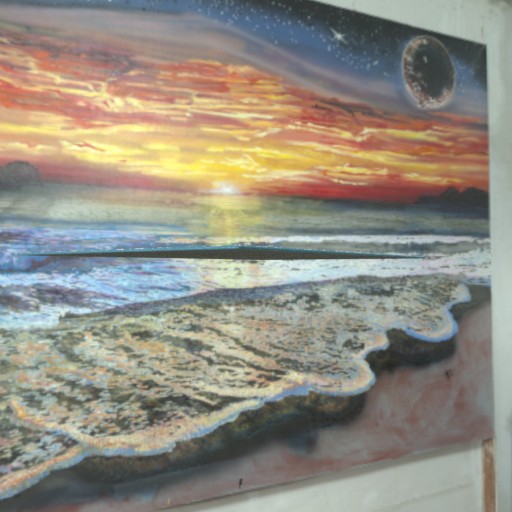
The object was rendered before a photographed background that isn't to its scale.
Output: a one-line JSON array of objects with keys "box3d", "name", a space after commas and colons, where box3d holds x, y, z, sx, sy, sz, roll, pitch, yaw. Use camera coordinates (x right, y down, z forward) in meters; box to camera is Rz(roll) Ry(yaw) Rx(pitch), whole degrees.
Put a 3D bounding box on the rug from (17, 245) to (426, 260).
[{"box3d": [0.000, 0.000, 3.430, 1.816, 0.018, 2.746, -1, -2, 36], "name": "rug"}]
